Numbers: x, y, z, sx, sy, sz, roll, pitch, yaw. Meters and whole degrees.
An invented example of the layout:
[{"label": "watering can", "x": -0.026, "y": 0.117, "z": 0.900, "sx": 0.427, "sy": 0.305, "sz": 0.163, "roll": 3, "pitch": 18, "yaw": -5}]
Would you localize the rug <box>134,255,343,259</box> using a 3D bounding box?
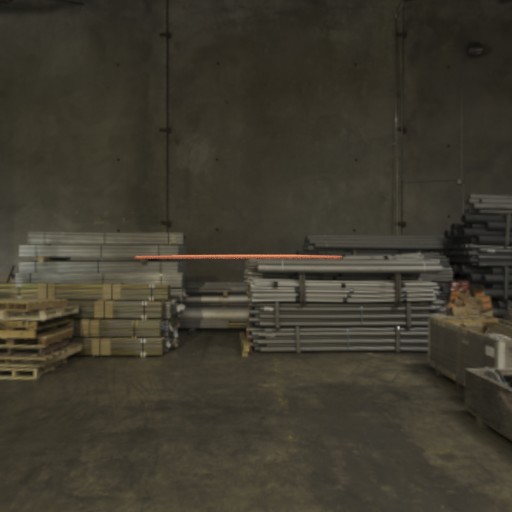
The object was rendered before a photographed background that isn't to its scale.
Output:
[{"label": "rug", "x": 0.000, "y": 0.000, "z": 2.795, "sx": 0.914, "sy": 0.013, "sz": 2.471, "roll": 0, "pitch": 0, "yaw": -1}]
